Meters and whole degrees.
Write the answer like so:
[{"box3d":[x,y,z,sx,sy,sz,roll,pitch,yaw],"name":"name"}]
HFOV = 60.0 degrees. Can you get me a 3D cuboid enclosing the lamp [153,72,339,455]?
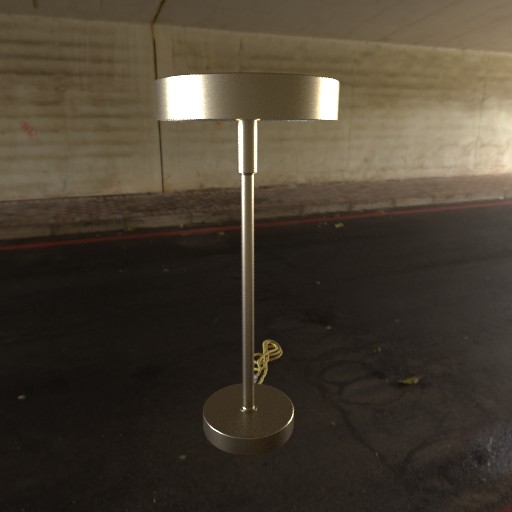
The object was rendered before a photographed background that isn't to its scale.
[{"box3d":[0.000,0.000,0.690,0.229,0.508,0.369,3,16,9],"name":"lamp"}]
